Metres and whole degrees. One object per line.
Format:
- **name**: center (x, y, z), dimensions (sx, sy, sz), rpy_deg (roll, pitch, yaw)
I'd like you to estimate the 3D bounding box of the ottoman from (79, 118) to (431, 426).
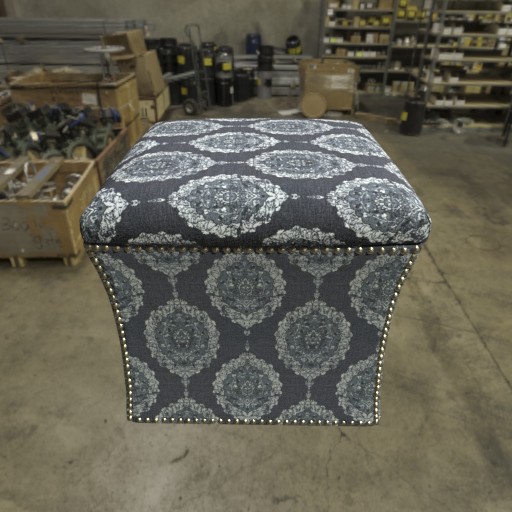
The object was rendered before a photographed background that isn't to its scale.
- **ottoman**: center (0.000, 0.000, 0.908), dimensions (0.507, 0.475, 0.497), rpy_deg (1, 31, 1)
